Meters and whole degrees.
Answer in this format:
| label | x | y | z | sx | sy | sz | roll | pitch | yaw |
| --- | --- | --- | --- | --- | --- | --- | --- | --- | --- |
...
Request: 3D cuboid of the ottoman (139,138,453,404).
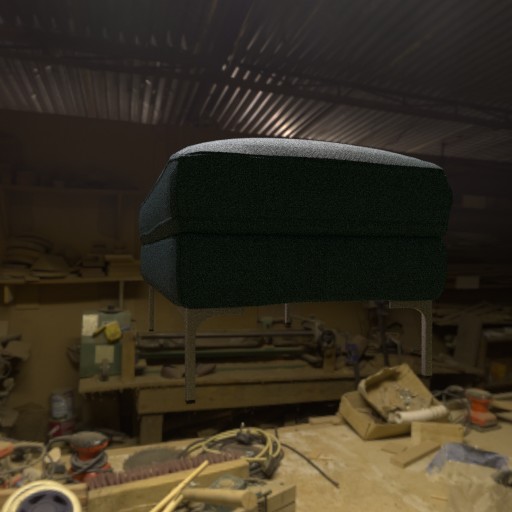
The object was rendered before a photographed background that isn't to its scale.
| label | x | y | z | sx | sy | sz | roll | pitch | yaw |
| --- | --- | --- | --- | --- | --- | --- | --- | --- | --- |
| ottoman | 0.000 | 0.000 | 1.190 | 0.563 | 0.498 | 0.856 | 0 | 0 | -18 |
